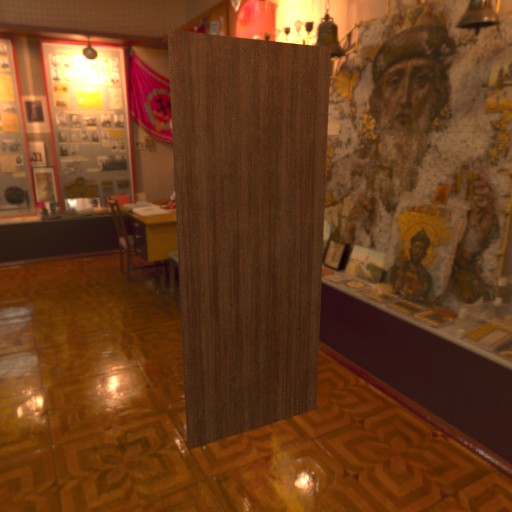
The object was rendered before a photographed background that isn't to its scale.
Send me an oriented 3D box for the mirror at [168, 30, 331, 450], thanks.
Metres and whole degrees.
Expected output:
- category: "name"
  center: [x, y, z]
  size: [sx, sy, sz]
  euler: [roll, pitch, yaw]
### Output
- category: "mirror"
  center: [0.000, 0.000, 2.277]
  size: [0.812, 2.032, 0.025]
  euler: [-7, 17, -26]
